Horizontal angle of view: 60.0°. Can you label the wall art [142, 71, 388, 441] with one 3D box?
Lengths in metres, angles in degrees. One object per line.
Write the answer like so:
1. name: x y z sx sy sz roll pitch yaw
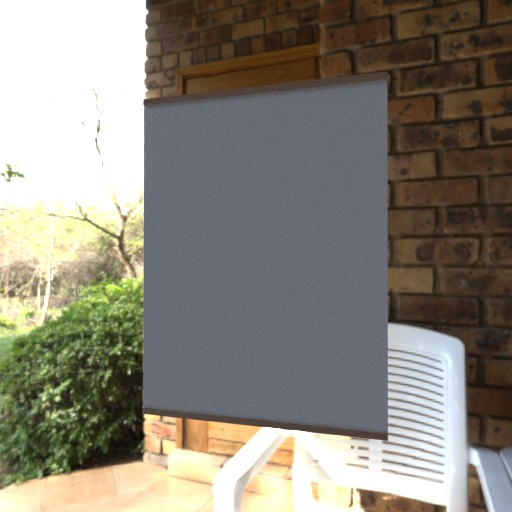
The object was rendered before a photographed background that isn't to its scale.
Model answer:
1. wall art: 0.000 0.000 1.332 0.758 1.016 0.013 0 0 16
